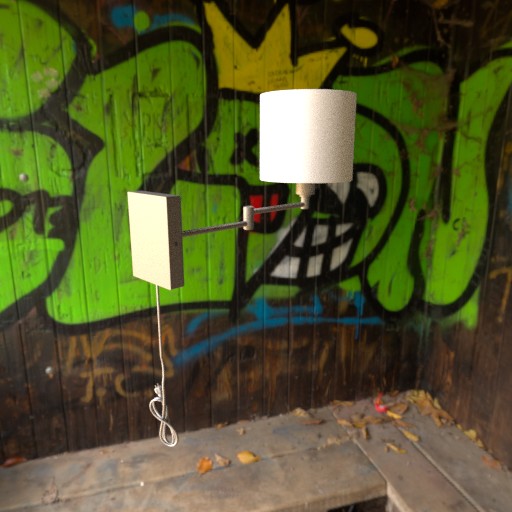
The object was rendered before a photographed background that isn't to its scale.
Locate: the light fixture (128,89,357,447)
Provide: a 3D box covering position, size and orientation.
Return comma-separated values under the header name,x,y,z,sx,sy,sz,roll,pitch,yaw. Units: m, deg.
name,x,y,z,sx,sy,sz,roll,pitch,yaw
light fixture,0.000,0.000,0.916,0.203,0.651,0.516,13,19,43
